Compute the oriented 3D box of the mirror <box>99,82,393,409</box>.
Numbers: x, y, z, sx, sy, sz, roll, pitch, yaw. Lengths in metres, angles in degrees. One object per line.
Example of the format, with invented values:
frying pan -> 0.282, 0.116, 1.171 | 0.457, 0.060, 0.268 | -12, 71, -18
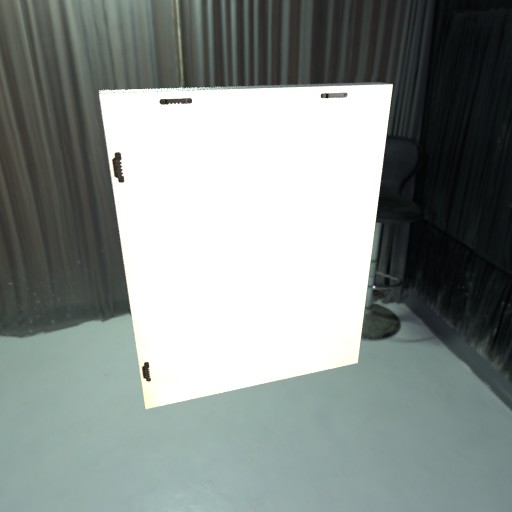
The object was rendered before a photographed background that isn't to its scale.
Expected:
mirror -> 0.000, 0.000, 0.712 | 0.406, 0.509, 0.041 | -8, 27, -16
